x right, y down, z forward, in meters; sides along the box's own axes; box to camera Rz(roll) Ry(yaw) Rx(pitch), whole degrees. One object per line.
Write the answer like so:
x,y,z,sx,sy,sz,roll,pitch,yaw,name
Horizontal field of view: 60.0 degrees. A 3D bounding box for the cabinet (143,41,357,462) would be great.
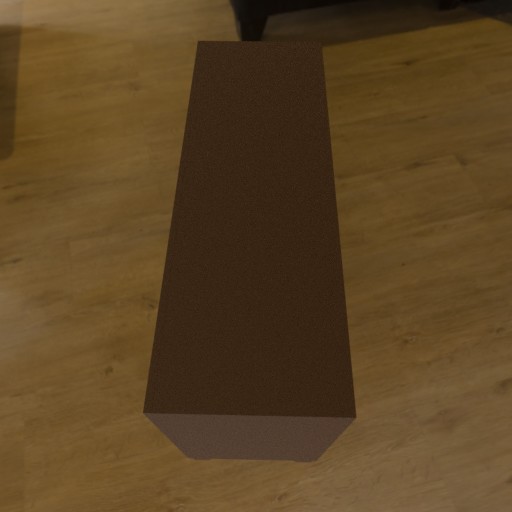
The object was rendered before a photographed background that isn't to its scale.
0.000,0.000,1.750,0.482,0.914,1.396,1,59,1,cabinet
